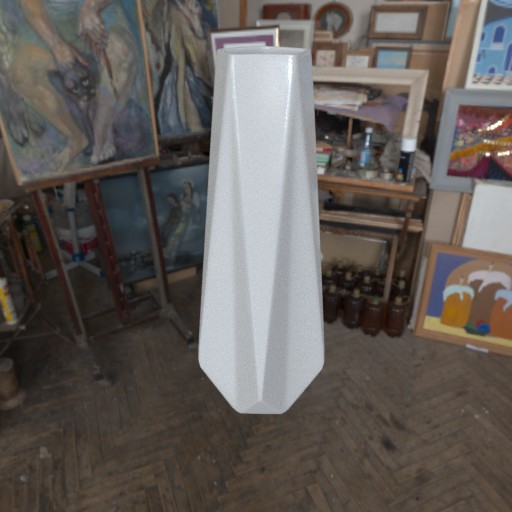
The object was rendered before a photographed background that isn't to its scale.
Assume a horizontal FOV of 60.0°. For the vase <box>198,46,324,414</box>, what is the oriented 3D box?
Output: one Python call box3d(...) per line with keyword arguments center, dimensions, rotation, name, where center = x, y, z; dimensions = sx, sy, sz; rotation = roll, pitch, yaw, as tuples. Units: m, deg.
box3d(center=(0.000, 0.000, 0.390), dimensions=(0.116, 0.329, 0.122), rotation=(-8, 31, -14), name="vase")
